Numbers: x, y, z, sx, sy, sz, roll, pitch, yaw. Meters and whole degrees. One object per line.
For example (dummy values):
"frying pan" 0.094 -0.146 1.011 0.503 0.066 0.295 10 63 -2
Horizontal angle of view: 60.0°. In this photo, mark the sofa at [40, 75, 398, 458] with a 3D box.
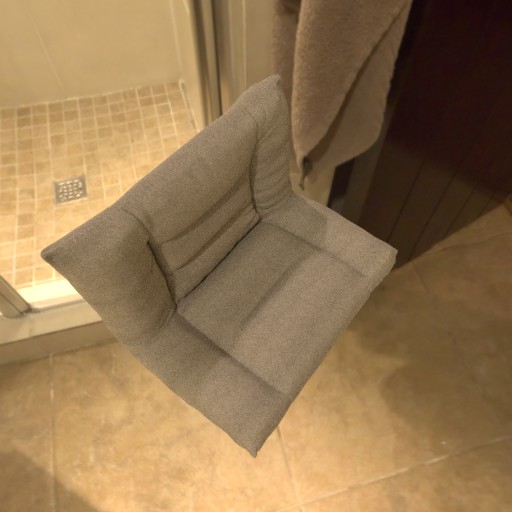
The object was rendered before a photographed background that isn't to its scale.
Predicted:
"sofa" 0.000 0.000 1.726 0.847 0.795 1.144 33 64 19
